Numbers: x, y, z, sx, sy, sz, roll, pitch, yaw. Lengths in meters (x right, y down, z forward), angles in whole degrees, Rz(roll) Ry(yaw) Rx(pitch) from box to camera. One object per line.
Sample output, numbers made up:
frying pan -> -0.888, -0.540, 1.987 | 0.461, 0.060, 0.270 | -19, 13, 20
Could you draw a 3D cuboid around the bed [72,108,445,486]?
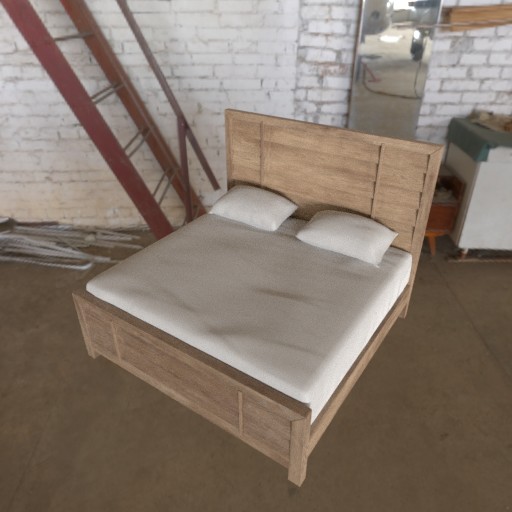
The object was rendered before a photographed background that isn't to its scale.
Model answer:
bed -> 0.000, 0.000, 3.511 | 2.032, 1.626, 2.032 | 20, 37, 29
